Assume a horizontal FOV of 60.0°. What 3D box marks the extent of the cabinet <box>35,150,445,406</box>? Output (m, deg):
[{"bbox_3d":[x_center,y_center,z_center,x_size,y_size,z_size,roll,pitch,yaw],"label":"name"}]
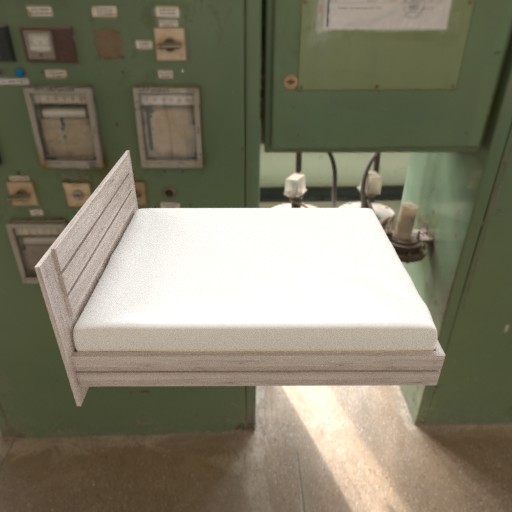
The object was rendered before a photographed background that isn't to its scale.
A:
[{"bbox_3d":[0.000,0.000,3.068,2.080,0.970,1.750,0,31,0],"label":"cabinet"}]
